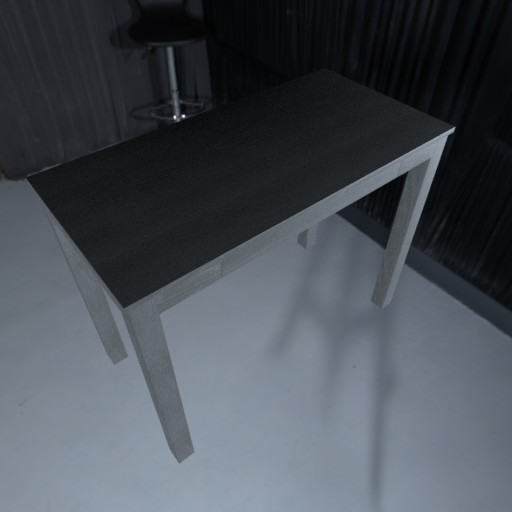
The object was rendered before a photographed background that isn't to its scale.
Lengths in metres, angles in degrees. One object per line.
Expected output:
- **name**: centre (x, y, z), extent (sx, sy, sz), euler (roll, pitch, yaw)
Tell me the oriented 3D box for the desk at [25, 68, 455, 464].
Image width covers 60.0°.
- **desk**: centre (0.000, 0.000, 1.394), extent (0.991, 0.762, 0.499), euler (-30, 52, -26)
